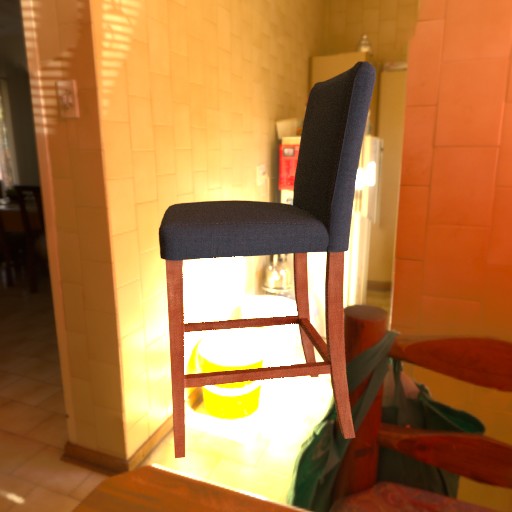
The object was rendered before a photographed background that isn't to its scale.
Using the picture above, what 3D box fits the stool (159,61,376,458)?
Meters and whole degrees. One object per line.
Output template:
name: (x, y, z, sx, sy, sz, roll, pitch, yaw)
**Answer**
stool: (0.000, 0.000, 1.397, 0.574, 1.088, 0.454, -2, 14, -9)
